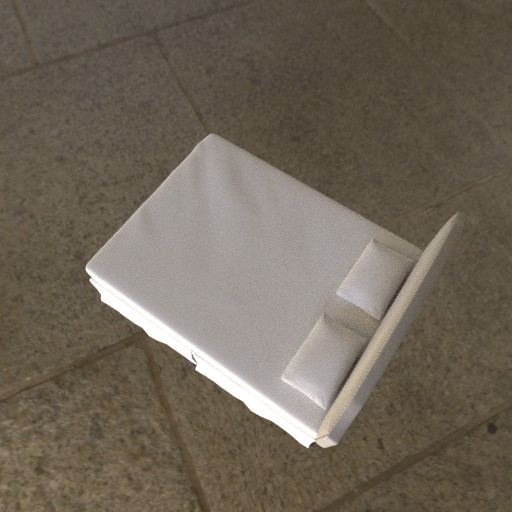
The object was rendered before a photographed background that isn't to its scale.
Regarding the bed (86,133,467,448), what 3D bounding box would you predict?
[{"bbox_3d":[0.000,0.000,2.992,1.999,1.270,1.558,32,69,14],"label":"bed"}]
